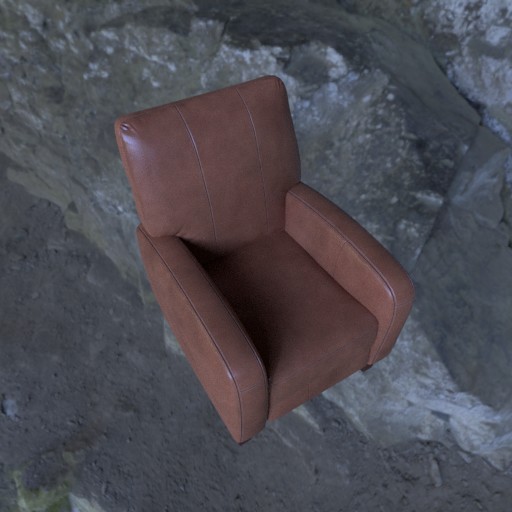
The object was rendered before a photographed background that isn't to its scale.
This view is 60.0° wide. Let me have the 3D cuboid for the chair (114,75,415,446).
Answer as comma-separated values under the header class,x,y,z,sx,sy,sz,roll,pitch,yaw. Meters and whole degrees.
class,x,y,z,sx,sy,sz,roll,pitch,yaw
chair,0.000,0.000,1.698,0.762,0.990,0.990,-24,52,-20
